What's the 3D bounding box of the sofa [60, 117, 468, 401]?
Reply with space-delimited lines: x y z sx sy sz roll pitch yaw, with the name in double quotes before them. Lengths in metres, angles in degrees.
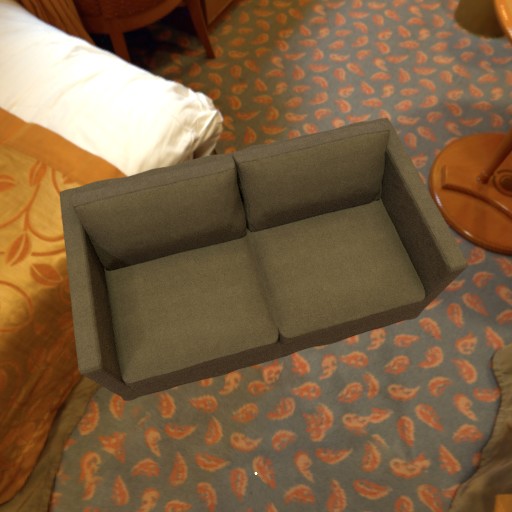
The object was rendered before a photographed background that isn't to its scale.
"sofa" 0.000 0.000 2.366 1.802 0.854 0.974 -14 65 -7
